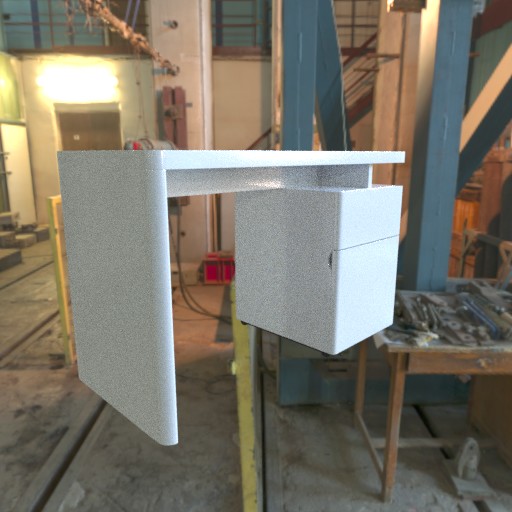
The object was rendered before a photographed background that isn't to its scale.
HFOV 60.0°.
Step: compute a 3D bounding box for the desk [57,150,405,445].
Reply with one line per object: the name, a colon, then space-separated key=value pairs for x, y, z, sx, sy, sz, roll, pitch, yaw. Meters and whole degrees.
desk: x=0.000 y=0.000 z=1.655 sx=0.550 sy=0.760 sz=1.200 roll=13 pitch=18 yaw=44
